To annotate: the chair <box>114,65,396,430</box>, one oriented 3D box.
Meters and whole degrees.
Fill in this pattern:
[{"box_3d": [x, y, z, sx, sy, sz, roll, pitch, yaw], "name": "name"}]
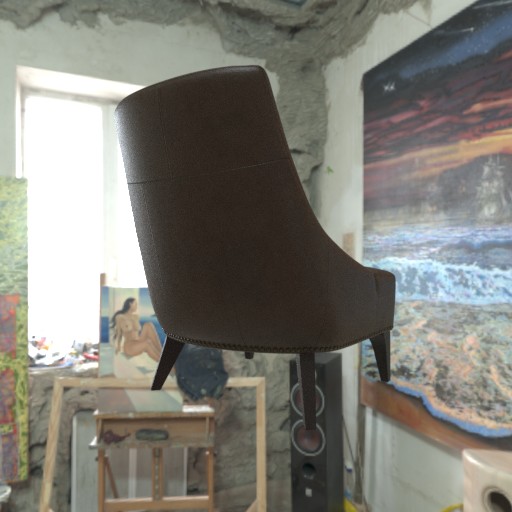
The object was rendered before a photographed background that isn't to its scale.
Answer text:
[{"box_3d": [0.000, 0.000, 1.483, 0.701, 0.909, 0.861, 0, 0, 35], "name": "chair"}]
